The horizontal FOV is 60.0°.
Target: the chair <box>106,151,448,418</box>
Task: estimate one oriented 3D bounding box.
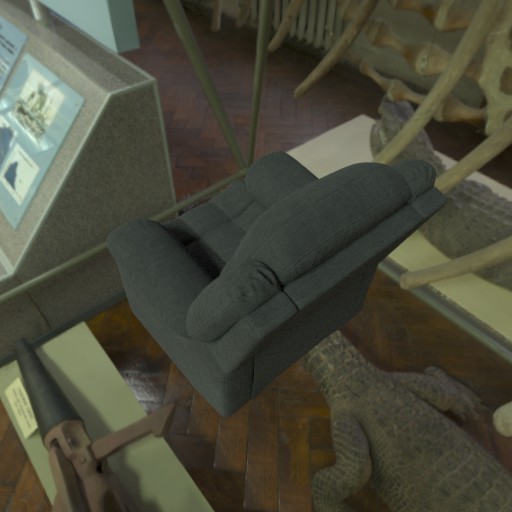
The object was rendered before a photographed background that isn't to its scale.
[{"bbox_3d":[0.000,0.000,1.715,0.899,1.008,0.944,-32,54,-27],"label":"chair"}]
